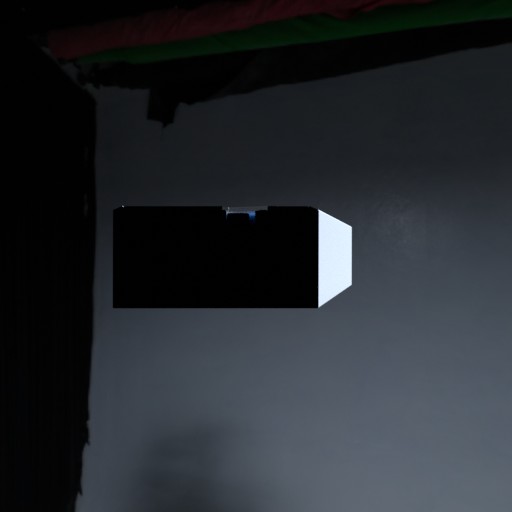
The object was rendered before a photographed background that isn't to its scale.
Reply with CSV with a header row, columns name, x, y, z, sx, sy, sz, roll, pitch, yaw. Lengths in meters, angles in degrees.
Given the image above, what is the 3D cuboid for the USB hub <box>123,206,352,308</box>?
name,x,y,z,sx,sy,sz,roll,pitch,yaw
USB hub,0.000,0.000,0.128,0.044,0.023,0.110,0,1,18
